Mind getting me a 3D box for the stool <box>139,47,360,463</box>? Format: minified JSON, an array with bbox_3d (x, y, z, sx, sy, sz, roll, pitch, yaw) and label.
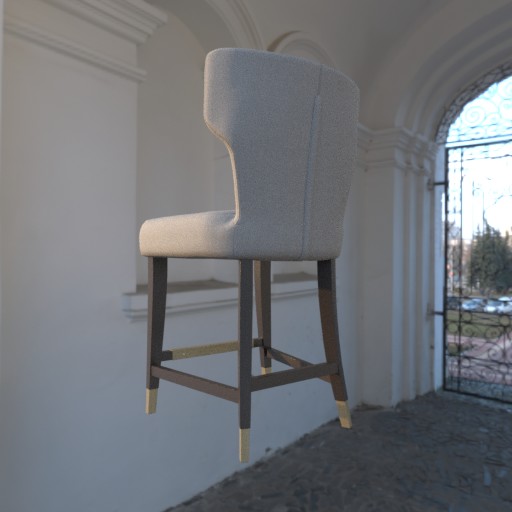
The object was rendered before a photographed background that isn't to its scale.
[{"bbox_3d":[0.000,0.000,1.325,0.527,0.982,0.563,0,0,-36],"label":"stool"}]
